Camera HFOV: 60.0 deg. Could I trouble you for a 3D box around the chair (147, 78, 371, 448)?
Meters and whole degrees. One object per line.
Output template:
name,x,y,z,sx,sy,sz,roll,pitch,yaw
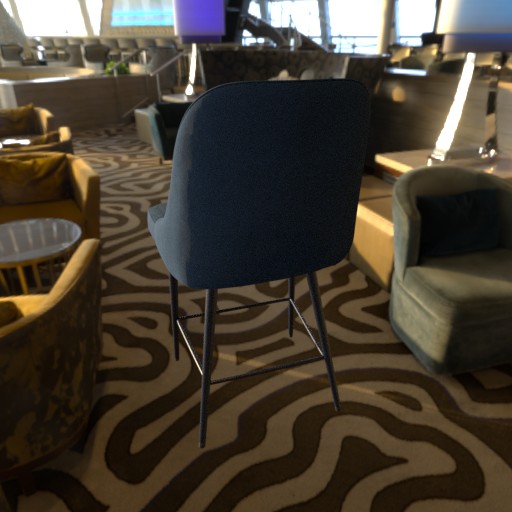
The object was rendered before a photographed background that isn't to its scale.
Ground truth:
chair,0.000,0.000,1.201,0.526,0.927,0.489,-8,27,-16
